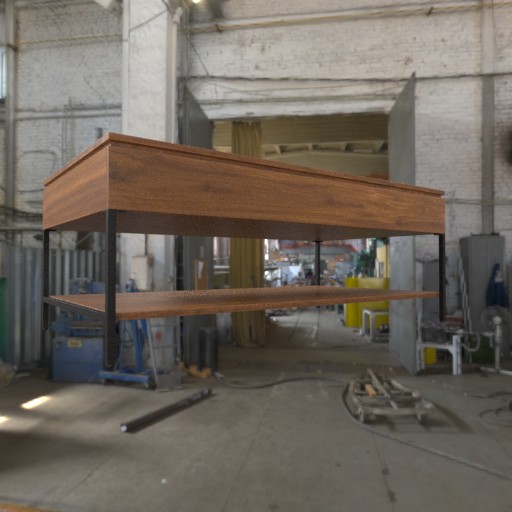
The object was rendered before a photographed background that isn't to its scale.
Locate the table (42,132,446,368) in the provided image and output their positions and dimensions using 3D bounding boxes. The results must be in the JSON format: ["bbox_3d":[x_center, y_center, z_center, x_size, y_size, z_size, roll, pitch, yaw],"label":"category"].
[{"bbox_3d":[0.000,0.000,1.315,1.057,0.414,0.574,1,-1,-36],"label":"table"}]
